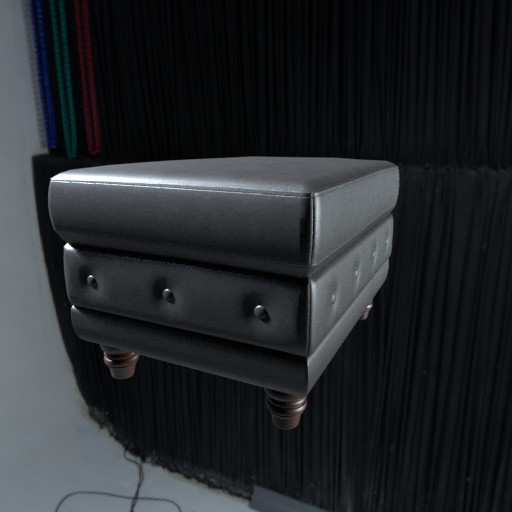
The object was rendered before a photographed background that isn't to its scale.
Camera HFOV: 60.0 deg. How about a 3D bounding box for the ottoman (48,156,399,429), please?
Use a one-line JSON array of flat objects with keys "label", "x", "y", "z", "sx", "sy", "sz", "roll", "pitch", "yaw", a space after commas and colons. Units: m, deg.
[{"label": "ottoman", "x": 0.000, "y": 0.000, "z": 1.173, "sx": 0.590, "sy": 0.498, "sz": 0.795, "roll": 7, "pitch": 16, "yaw": 25}]
